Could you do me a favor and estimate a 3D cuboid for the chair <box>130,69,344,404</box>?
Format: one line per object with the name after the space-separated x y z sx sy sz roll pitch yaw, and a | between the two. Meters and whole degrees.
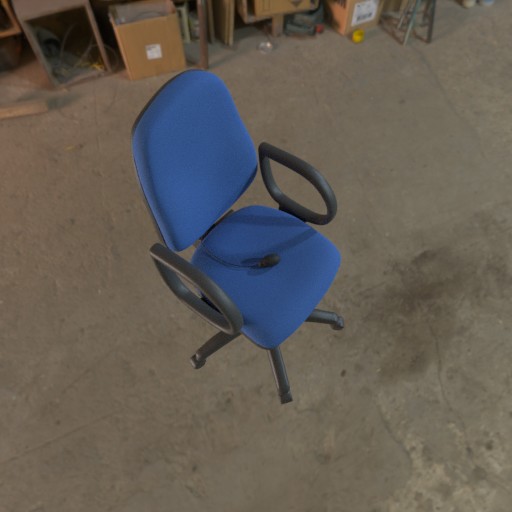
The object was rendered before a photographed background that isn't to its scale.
0.000 0.000 1.242 0.549 0.905 0.552 33 64 19 | chair
